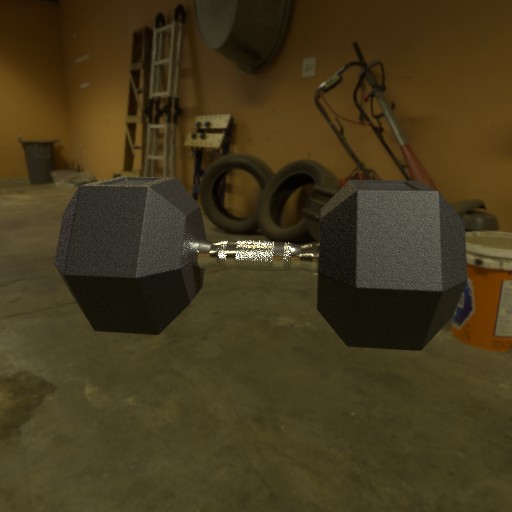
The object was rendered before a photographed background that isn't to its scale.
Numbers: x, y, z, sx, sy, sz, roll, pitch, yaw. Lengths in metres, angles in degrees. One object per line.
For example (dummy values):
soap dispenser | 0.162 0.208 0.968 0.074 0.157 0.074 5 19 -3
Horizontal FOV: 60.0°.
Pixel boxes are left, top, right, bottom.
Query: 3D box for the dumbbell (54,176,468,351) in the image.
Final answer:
dumbbell | 0.000 0.000 0.458 0.384 0.150 0.173 2 16 7
